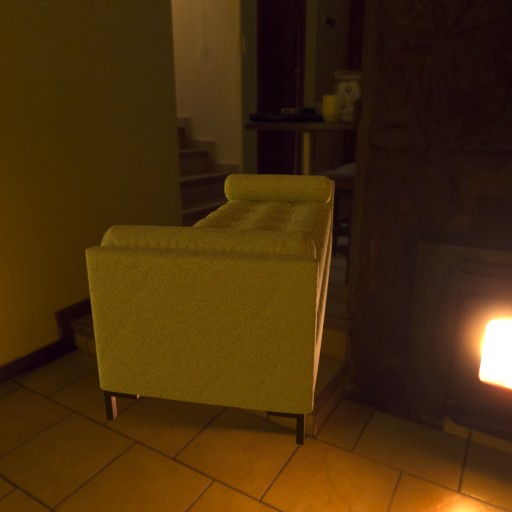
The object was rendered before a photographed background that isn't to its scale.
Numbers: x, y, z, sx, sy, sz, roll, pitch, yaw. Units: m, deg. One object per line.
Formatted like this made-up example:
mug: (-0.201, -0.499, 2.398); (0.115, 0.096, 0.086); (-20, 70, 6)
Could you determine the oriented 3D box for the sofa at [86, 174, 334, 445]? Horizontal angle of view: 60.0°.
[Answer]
sofa: (0.000, 0.000, 2.452); (0.796, 0.705, 2.102); (3, 17, 10)
